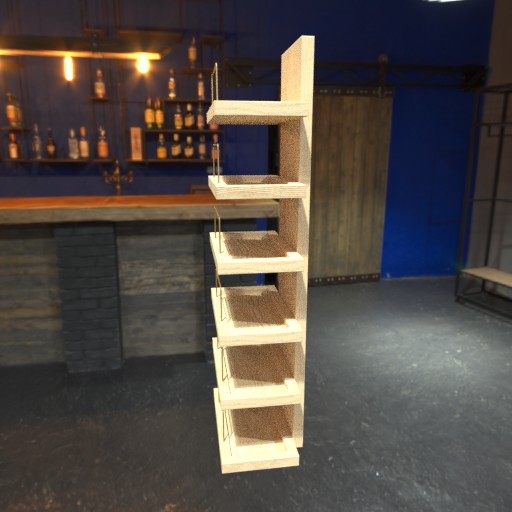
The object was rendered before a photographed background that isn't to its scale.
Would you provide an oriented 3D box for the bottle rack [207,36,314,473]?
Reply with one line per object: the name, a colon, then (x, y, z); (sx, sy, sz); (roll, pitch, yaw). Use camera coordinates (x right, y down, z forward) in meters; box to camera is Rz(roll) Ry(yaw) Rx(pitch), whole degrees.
bottle rack: (0.000, 0.000, 1.077); (0.206, 0.943, 0.330); (-2, 14, -8)
